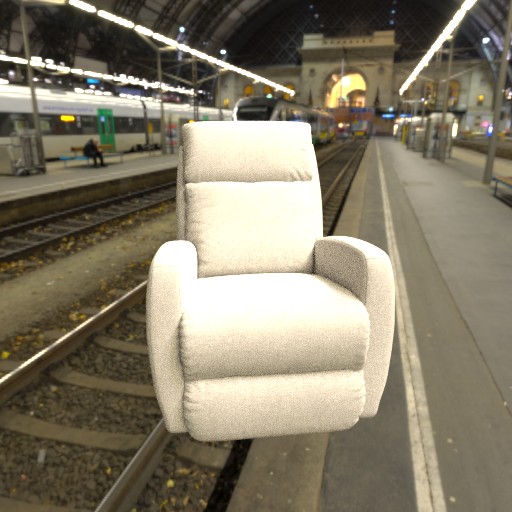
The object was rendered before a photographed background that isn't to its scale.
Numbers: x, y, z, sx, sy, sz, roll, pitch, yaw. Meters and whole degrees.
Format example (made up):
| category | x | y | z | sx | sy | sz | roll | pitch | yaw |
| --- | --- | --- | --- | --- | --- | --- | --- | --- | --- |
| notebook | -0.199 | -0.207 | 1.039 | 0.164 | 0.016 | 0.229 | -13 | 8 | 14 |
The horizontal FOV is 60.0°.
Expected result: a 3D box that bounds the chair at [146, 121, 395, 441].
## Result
| category | x | y | z | sx | sy | sz | roll | pitch | yaw |
| --- | --- | --- | --- | --- | --- | --- | --- | --- | --- |
| chair | 0.000 | 0.000 | 1.727 | 0.812 | 1.015 | 0.941 | -2 | 16 | -7 |
